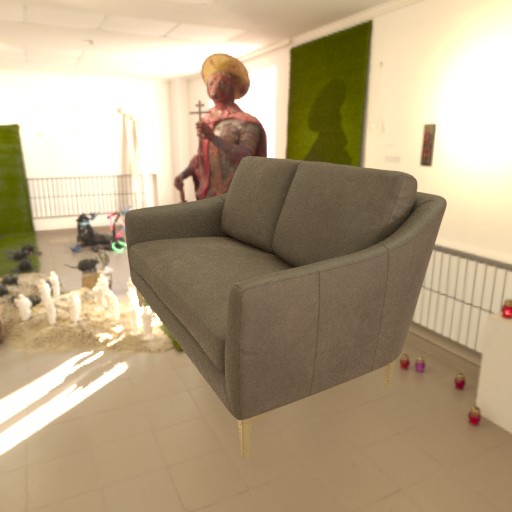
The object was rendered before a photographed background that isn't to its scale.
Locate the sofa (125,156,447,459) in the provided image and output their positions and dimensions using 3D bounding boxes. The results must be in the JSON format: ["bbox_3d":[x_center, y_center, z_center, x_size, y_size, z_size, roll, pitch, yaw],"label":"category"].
[{"bbox_3d":[0.000,0.000,2.156,0.960,0.902,1.619,-7,17,-26],"label":"sofa"}]
